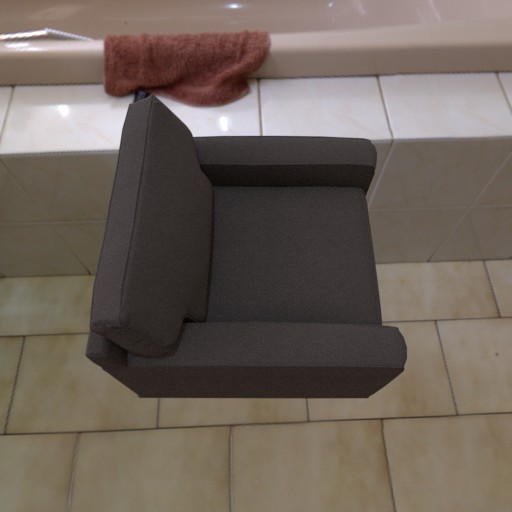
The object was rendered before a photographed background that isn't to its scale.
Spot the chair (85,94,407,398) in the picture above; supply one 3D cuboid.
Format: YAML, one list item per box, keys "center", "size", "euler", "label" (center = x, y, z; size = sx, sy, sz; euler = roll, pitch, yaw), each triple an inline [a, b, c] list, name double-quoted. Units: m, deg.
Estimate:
- center: [0.000, 0.000, 1.820]
  size: [1.043, 0.913, 0.997]
  euler: [0, 63, 0]
  label: "chair"
